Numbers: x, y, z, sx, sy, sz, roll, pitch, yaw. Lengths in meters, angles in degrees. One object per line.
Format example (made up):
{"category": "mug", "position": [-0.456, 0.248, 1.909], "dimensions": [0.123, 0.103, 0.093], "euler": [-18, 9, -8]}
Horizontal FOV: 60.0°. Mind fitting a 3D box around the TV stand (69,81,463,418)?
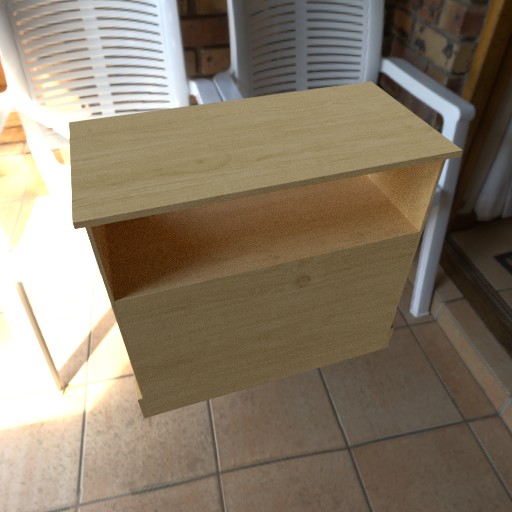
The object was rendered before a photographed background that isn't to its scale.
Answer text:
{"category": "TV stand", "position": [0.000, 0.000, 1.328], "dimensions": [0.851, 0.787, 0.430], "euler": [-12, 44, -13]}
